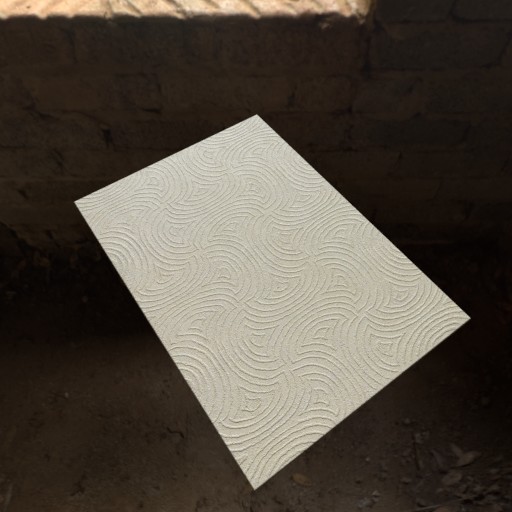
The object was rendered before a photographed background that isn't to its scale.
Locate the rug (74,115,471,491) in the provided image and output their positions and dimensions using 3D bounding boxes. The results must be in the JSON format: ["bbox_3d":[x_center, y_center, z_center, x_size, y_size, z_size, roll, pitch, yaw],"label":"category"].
[{"bbox_3d":[0.000,0.000,2.783,1.526,0.015,2.132,-31,63,-18],"label":"rug"}]
